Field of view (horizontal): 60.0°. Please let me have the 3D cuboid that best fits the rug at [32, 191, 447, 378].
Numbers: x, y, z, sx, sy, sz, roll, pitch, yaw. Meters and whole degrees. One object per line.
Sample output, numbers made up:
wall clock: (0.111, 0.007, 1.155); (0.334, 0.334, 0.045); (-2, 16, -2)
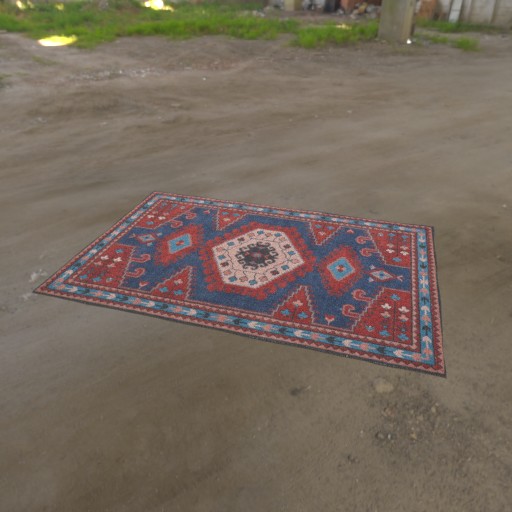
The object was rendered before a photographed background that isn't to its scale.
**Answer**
rug: (0.000, 0.000, 2.326); (1.820, 0.012, 1.207); (9, 33, 14)
